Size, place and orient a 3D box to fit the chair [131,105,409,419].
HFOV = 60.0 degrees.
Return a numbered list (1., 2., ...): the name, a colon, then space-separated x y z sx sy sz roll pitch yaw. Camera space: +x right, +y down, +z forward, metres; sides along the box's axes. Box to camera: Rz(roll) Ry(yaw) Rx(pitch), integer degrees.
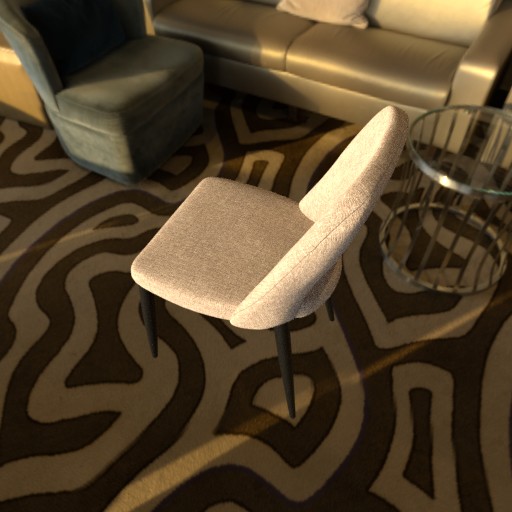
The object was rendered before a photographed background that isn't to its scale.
1. chair: 0.000 0.000 1.266 0.612 0.931 0.470 19 51 16
